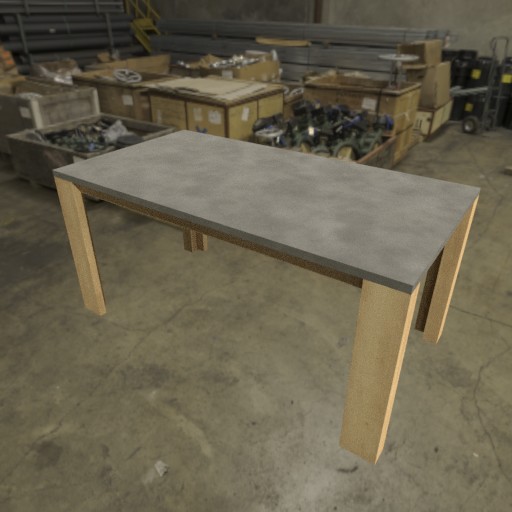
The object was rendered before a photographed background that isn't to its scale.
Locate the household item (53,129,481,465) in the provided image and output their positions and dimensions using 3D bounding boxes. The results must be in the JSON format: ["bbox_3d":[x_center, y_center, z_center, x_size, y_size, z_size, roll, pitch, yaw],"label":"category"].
[{"bbox_3d":[0.000,0.000,2.055,1.600,0.755,0.850,19,35,30],"label":"household item"}]
